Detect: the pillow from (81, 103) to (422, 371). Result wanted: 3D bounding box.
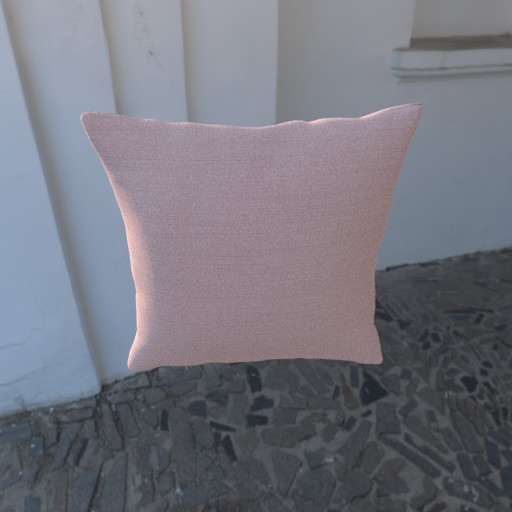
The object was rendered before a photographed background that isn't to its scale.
[{"bbox_3d":[0.000,0.000,0.713,0.470,0.464,0.175,-2,30,-3],"label":"pillow"}]
